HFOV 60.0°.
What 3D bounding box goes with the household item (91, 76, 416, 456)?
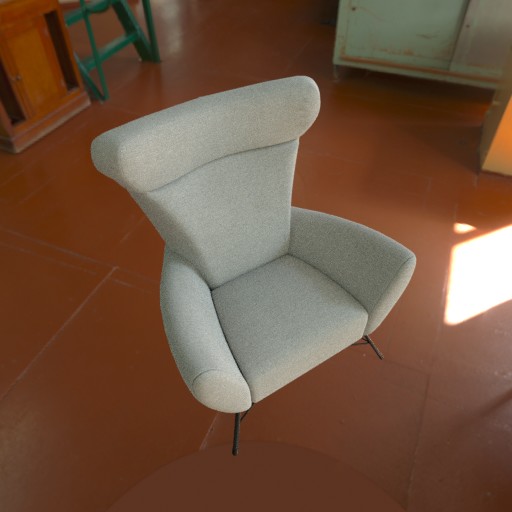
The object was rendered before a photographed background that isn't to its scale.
[{"bbox_3d":[0.000,0.000,1.779,0.980,1.050,0.900,-25,51,-22],"label":"household item"}]
